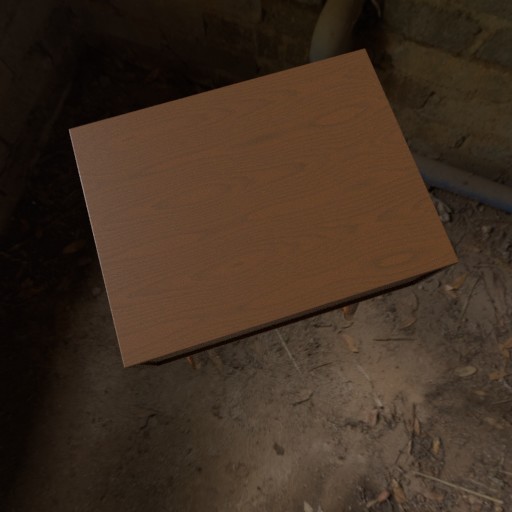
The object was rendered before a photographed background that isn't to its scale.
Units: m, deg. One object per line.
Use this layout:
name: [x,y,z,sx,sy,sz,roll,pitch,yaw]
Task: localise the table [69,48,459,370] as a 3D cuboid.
table: [0.000,0.000,0.806,0.406,0.599,0.300,-17,76,-4]
